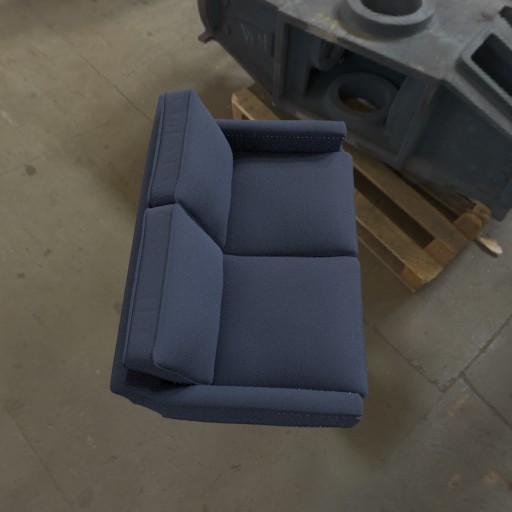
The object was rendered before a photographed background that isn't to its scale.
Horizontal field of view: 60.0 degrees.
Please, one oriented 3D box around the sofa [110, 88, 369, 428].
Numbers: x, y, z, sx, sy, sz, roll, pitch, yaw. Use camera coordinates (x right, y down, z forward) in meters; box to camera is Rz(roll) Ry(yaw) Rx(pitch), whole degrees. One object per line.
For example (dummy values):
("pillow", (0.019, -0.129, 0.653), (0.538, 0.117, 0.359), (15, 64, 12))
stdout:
("sofa", (0.000, 0.000, 2.299), (1.084, 1.003, 1.597), (2, 65, 1))
